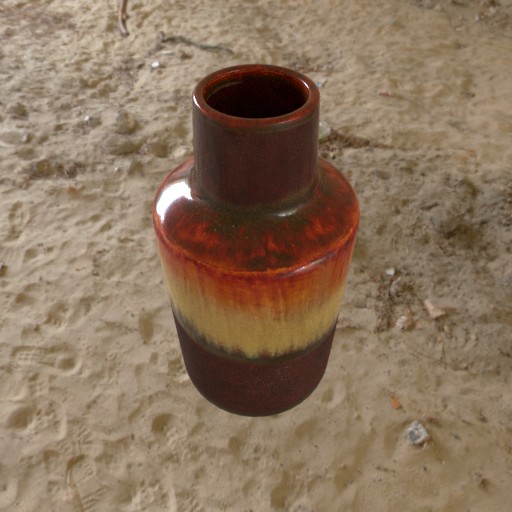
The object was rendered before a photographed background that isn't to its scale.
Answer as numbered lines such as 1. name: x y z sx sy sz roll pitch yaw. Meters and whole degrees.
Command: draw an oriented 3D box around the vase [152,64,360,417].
1. vase: 0.000 0.000 0.260 0.108 0.204 0.108 0 47 0
